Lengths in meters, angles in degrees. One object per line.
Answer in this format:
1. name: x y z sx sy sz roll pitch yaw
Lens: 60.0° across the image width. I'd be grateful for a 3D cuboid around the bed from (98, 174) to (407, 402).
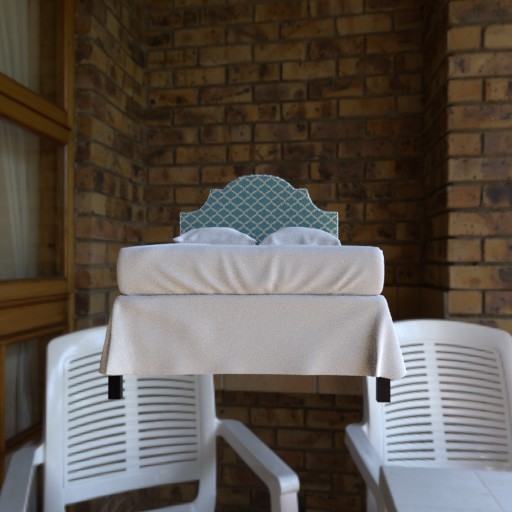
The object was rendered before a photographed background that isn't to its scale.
1. bed: 0.000 0.000 3.465 1.780 1.633 2.222 0 -1 2
